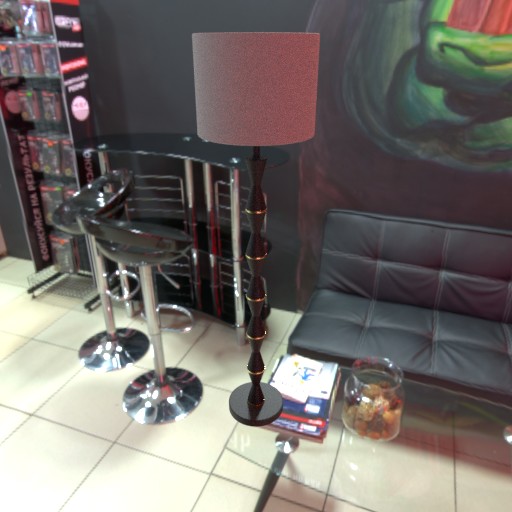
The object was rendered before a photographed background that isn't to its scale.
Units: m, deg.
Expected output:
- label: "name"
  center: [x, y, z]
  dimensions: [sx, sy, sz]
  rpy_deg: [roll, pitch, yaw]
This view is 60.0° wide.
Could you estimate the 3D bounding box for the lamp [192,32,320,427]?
- label: "lamp"
  center: [0.000, 0.000, 1.650]
  dimensions: [0.381, 1.480, 0.381]
  rpy_deg: [-18, 31, -33]
